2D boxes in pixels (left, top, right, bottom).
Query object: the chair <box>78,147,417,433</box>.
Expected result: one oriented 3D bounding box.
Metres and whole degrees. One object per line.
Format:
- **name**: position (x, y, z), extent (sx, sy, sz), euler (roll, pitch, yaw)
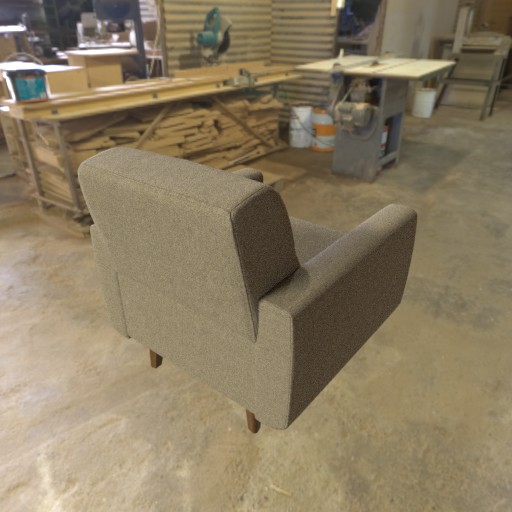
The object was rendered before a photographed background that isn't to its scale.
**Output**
- **chair**: position (0.000, 0.000, 1.573), extent (0.831, 0.839, 0.907), euler (21, 35, 33)
